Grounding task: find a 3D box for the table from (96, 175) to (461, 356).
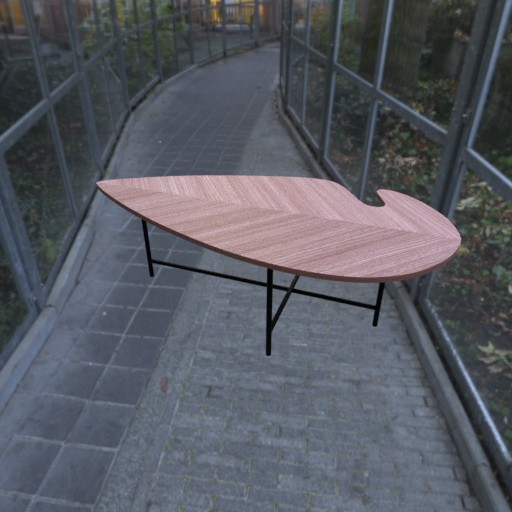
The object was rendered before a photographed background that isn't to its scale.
[{"bbox_3d":[0.000,0.000,1.486,1.199,0.360,0.598,11,33,17],"label":"table"}]
